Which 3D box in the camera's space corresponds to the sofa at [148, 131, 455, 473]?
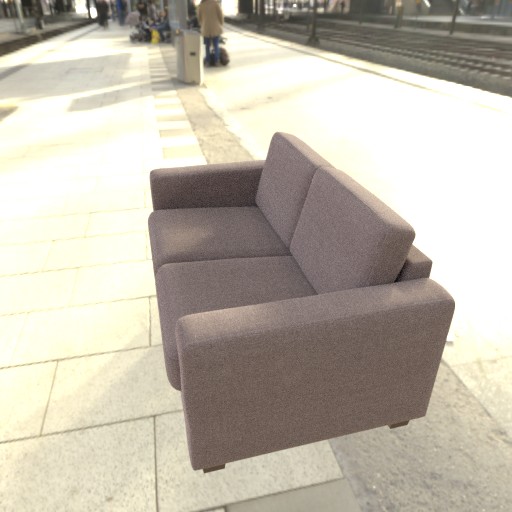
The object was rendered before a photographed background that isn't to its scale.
[{"bbox_3d":[0.000,0.000,1.976,0.900,0.800,1.520,-8,31,-13],"label":"sofa"}]
